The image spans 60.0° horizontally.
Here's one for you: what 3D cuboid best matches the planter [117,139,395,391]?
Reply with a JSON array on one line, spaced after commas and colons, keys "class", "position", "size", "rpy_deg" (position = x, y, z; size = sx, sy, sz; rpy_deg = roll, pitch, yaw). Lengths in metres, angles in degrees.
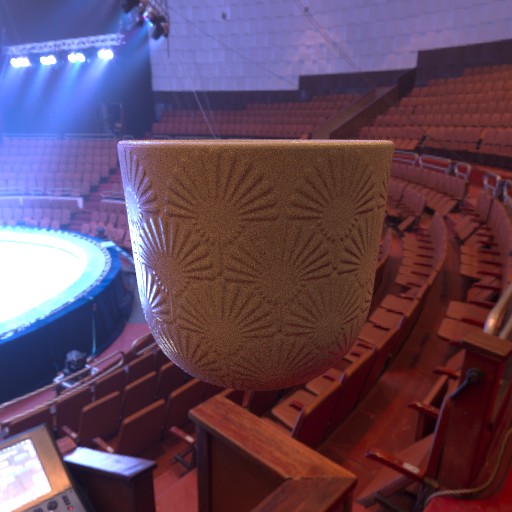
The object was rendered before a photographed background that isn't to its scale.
[{"class": "planter", "position": [0.000, 0.000, 0.302], "size": [0.170, 0.152, 0.170], "rpy_deg": [0, 15, 0]}]
